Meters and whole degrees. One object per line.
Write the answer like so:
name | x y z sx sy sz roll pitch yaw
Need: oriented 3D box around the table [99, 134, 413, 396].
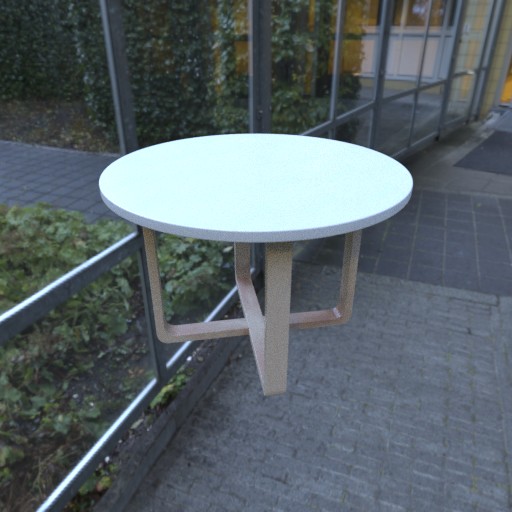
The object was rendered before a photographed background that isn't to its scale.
table | 0.000 0.000 0.980 0.600 0.400 0.600 0 28 0
